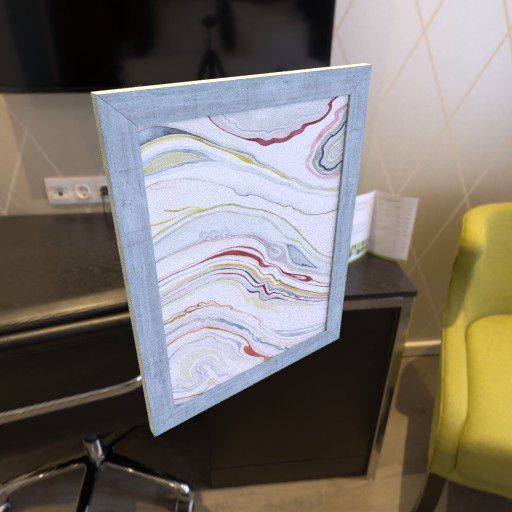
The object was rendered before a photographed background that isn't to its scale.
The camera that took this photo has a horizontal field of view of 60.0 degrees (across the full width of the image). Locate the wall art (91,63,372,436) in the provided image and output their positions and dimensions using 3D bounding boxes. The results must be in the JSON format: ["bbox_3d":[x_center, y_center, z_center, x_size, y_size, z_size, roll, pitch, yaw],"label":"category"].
[{"bbox_3d":[0.000,0.000,0.807,0.481,0.613,0.020,-20,35,-30],"label":"wall art"}]
